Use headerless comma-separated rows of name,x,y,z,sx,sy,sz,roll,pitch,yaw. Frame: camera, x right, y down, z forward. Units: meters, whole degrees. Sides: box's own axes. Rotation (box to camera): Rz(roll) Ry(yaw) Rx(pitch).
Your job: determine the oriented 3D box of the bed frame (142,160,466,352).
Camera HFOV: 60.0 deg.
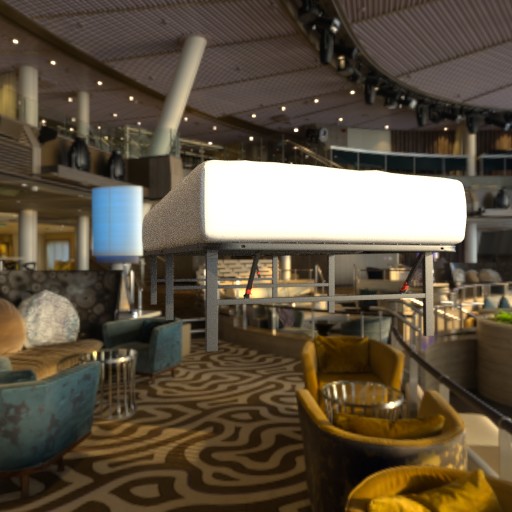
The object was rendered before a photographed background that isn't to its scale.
bed frame,0.000,0.000,2.367,1.025,0.640,1.908,0,-1,-20
